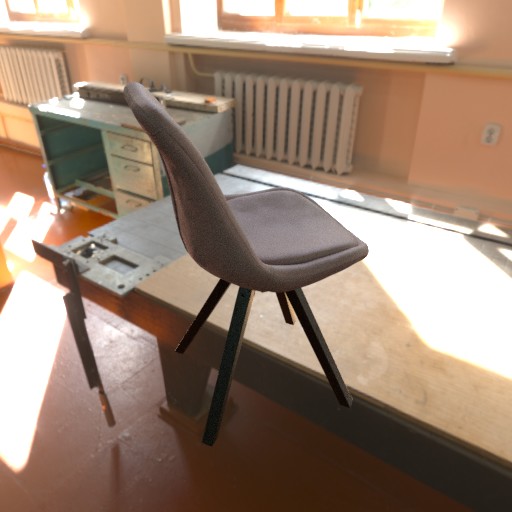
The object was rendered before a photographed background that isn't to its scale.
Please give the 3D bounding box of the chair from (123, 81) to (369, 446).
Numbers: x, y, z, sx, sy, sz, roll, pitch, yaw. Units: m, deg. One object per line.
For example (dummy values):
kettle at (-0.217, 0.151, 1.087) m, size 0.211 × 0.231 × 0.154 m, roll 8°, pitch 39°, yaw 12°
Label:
chair at (0.000, 0.000, 1.181) m, size 0.547 × 0.865 × 0.483 m, roll -10°, pitch 32°, yaw -17°
